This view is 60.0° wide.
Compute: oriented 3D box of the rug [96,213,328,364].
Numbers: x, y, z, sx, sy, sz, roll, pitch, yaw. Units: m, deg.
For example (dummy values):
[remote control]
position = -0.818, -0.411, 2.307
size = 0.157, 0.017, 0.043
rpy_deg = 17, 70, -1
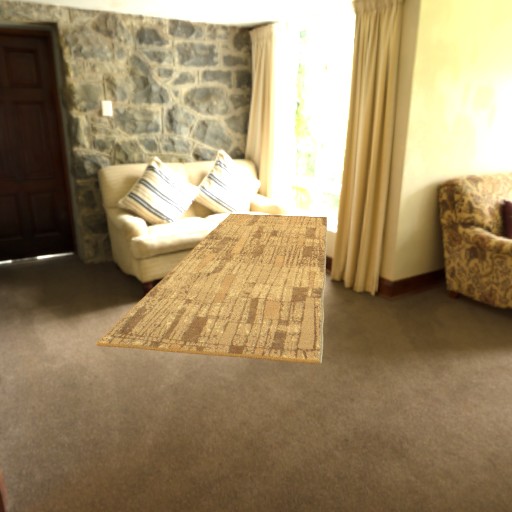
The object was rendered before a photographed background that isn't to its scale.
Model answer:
[rug]
position = 0.000, 0.000, 2.731
size = 0.857, 0.018, 2.383
rpy_deg = 3, 18, 9
